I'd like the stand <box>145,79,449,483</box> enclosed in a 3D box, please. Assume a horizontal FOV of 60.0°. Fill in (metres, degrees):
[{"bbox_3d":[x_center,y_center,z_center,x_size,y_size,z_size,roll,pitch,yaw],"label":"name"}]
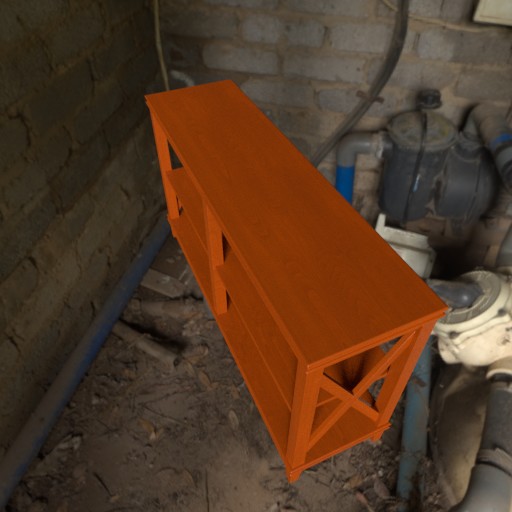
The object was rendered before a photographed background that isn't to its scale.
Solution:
[{"bbox_3d":[0.000,0.000,1.696,0.381,0.762,1.372,-18,48,-17],"label":"stand"}]
